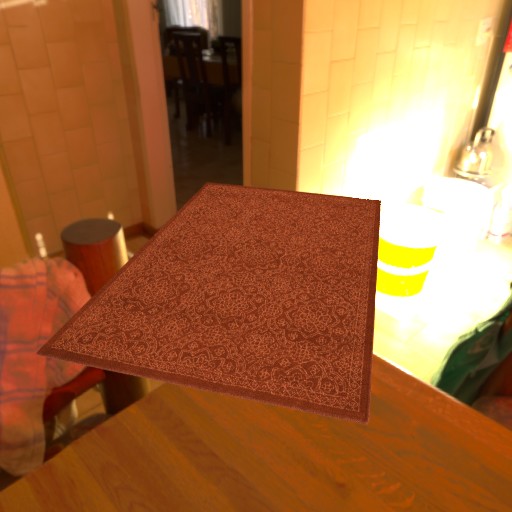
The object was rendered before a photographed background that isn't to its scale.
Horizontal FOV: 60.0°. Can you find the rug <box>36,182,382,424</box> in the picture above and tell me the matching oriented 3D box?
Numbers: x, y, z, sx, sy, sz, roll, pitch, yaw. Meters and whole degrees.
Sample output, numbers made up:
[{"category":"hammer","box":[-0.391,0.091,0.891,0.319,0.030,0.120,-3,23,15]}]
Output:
[{"category":"rug","box":[0.000,0.000,2.282,1.219,0.010,1.829,8,31,13]}]
